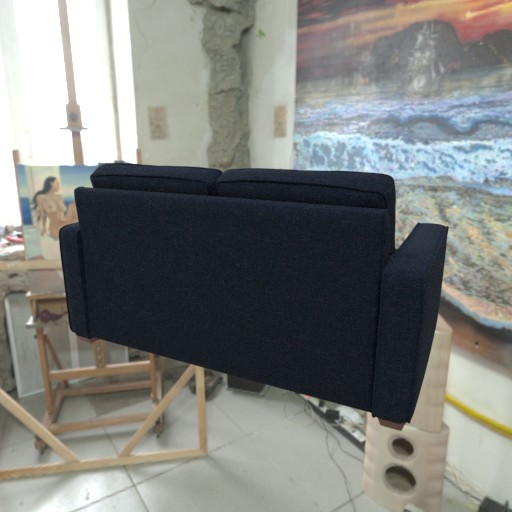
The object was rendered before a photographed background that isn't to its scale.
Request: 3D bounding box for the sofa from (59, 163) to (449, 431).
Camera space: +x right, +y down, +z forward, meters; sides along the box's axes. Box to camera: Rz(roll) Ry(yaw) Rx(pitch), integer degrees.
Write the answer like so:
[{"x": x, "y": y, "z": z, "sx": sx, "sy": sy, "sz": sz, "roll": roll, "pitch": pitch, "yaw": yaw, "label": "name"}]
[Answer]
[{"x": 0.000, "y": 0.000, "z": 2.210, "sx": 1.709, "sy": 0.918, "sz": 0.947, "roll": 8, "pitch": 17, "yaw": 26, "label": "sofa"}]
